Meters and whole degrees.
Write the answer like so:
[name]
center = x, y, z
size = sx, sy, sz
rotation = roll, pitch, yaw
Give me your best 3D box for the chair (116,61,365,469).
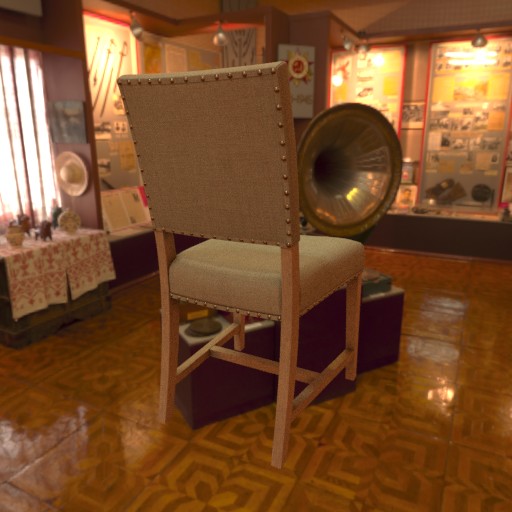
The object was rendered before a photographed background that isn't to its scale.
[chair]
center = 0.000, 0.000, 1.335
size = 0.508, 0.986, 0.622
rotation = 8, 17, 28
